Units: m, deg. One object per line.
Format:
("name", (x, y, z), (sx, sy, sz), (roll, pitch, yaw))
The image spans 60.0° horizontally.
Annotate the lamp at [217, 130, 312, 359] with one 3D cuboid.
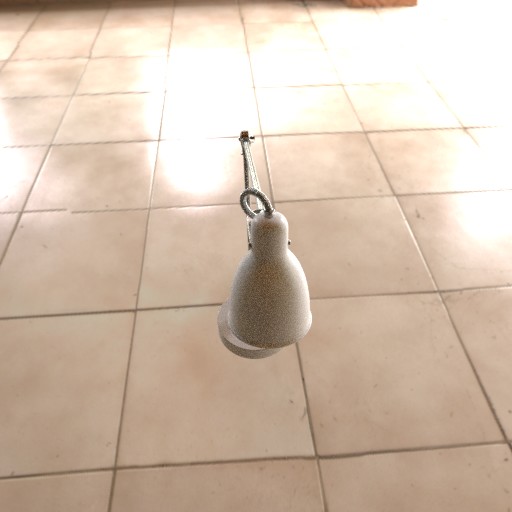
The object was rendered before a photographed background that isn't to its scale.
("lamp", (0.000, 0.000, 0.897), (0.187, 0.587, 0.561), (-4, 47, -4))
